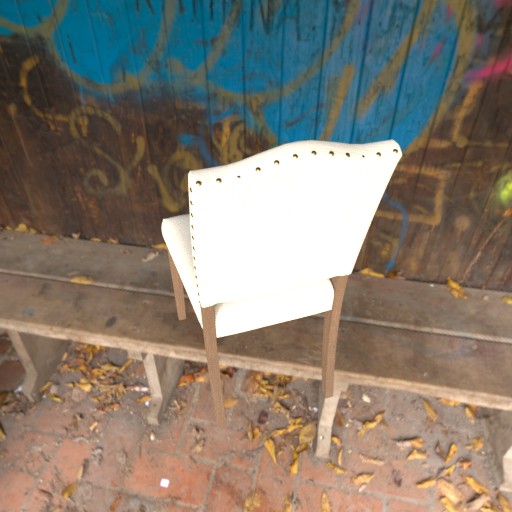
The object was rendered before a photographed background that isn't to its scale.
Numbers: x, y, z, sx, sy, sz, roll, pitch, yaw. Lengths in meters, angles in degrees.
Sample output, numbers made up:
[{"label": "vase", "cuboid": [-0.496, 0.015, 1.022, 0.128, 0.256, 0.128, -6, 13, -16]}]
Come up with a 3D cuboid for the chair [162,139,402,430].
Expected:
[{"label": "chair", "cuboid": [0.000, 0.000, 1.366, 0.508, 1.015, 0.619, -12, 42, -13]}]
